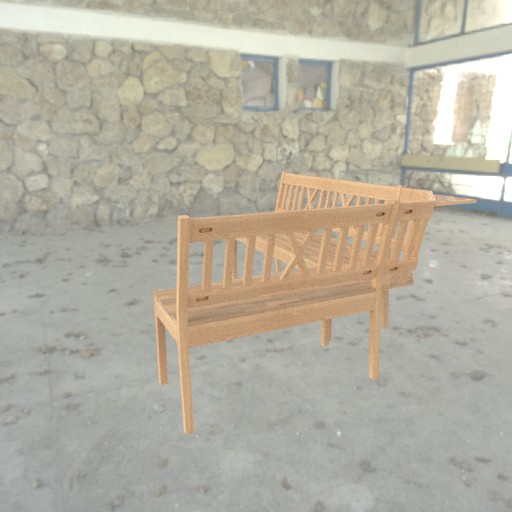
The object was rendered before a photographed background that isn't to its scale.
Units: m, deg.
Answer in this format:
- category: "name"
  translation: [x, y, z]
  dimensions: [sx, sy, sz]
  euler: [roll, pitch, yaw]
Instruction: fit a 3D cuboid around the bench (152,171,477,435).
- category: "bench"
  translation: [0.000, 0.000, 2.812]
  dimensions: [1.537, 0.902, 1.937]
  euler: [-7, 16, -25]
